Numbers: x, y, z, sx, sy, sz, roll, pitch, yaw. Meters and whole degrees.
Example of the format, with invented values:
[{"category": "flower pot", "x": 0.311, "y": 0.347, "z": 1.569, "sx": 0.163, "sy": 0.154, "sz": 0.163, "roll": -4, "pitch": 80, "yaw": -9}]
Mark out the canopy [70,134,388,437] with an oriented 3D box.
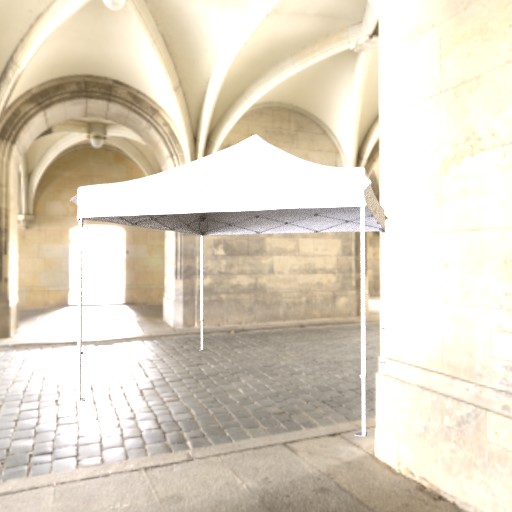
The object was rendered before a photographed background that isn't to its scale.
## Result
[{"category": "canopy", "x": 0.000, "y": 0.000, "z": 5.450, "sx": 2.994, "sy": 2.998, "sz": 2.996, "roll": 0, "pitch": -1, "yaw": 19}]
